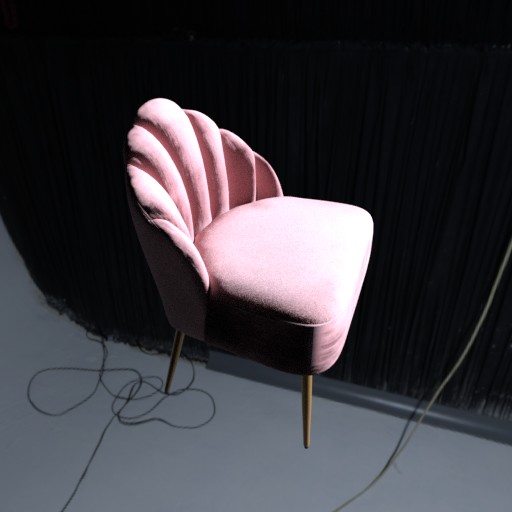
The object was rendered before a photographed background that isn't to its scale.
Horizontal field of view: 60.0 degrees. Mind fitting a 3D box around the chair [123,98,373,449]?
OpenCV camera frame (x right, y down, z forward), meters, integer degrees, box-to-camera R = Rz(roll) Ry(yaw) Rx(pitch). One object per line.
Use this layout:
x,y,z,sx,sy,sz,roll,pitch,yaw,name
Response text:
0.000,0.000,1.262,0.599,0.819,0.657,10,30,18,chair
